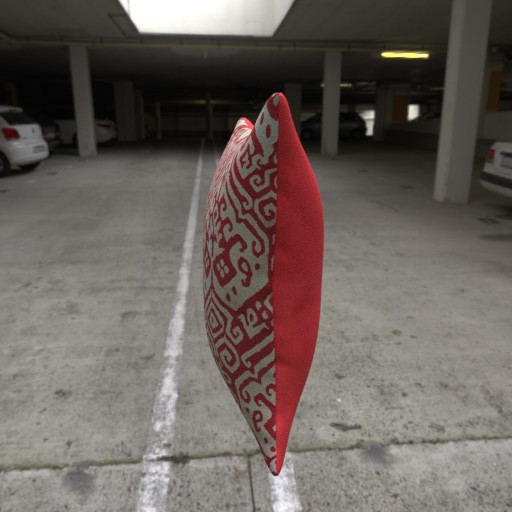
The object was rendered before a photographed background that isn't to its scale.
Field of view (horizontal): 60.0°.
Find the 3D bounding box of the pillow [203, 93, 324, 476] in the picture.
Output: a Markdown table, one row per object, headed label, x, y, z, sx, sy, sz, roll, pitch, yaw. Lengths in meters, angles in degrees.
| label | x | y | z | sx | sy | sz | roll | pitch | yaw |
| --- | --- | --- | --- | --- | --- | --- | --- | --- | --- |
| pillow | 0.000 | 0.000 | 0.802 | 0.192 | 0.507 | 0.522 | -2 | 15 | -6 |
